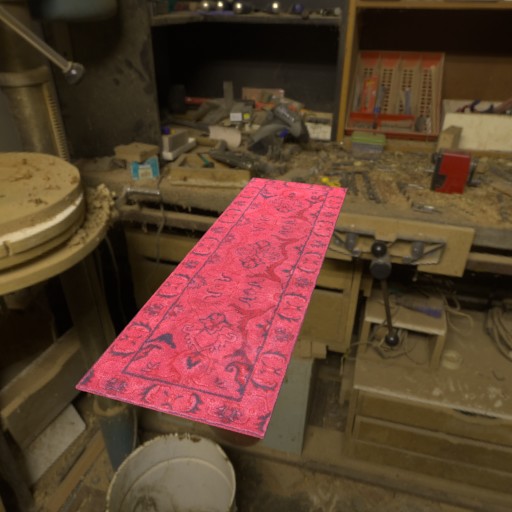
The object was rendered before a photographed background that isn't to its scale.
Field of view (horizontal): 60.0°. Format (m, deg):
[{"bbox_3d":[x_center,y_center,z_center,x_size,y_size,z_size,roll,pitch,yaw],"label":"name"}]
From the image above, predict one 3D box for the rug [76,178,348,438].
[{"bbox_3d":[0.000,0.000,2.720,0.813,0.018,2.439,9,33,15],"label":"rug"}]
